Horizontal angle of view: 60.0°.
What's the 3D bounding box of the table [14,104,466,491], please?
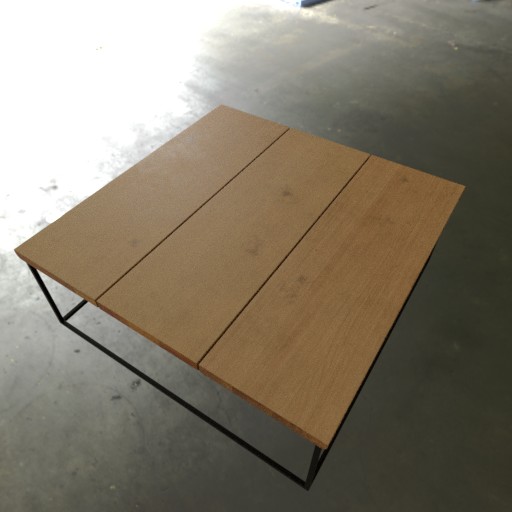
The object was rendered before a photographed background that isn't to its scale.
[{"bbox_3d":[0.000,0.000,1.646,1.100,0.400,1.100,26,52,22],"label":"table"}]
